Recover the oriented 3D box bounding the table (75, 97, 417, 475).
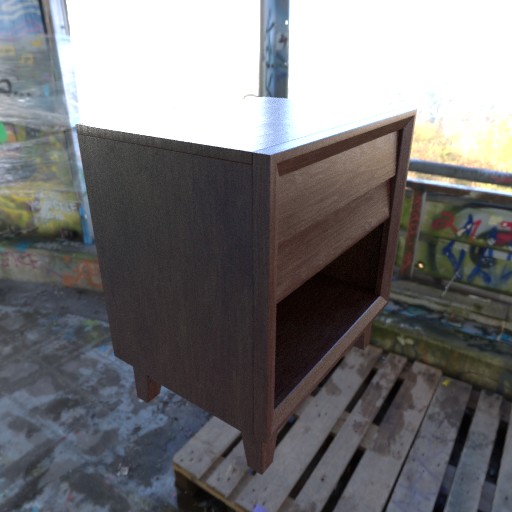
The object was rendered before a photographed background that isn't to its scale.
[{"bbox_3d":[0.000,0.000,0.992,0.449,0.609,0.557,17,30,32],"label":"table"}]
